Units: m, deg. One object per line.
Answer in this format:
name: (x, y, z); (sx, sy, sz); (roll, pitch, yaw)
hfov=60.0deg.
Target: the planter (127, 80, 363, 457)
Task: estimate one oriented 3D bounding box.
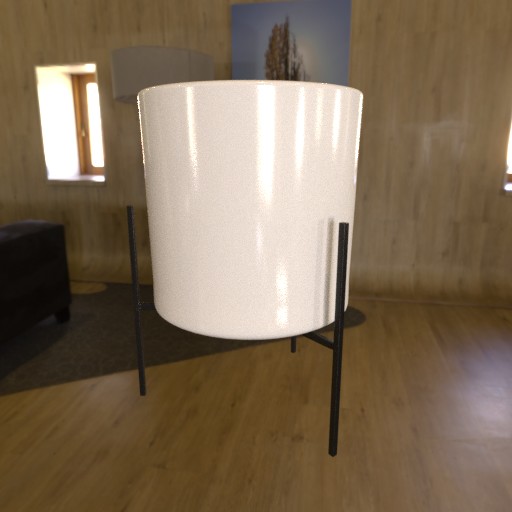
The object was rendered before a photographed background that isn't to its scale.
planter: (0.000, 0.000, 0.630); (0.307, 0.431, 0.308); (7, 16, 26)
